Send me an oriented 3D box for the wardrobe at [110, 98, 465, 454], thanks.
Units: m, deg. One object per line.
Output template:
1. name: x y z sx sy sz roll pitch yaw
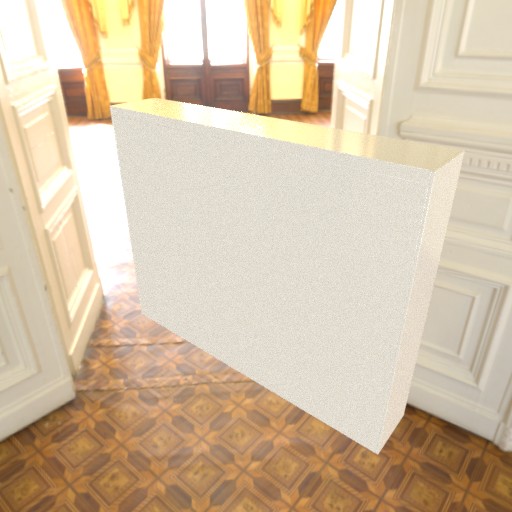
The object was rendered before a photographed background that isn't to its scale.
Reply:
1. wardrobe: 0.000 0.000 4.019 3.000 2.360 0.580 22 36 33
